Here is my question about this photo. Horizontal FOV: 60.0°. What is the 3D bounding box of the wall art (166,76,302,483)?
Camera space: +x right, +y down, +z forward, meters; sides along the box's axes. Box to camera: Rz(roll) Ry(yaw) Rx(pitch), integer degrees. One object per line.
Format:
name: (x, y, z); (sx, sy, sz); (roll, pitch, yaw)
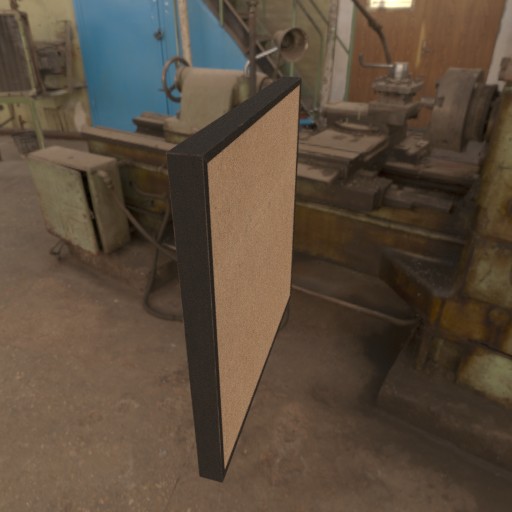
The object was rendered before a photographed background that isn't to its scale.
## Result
wall art: (0.000, 0.000, 0.762); (0.038, 0.508, 0.508); (8, 31, 14)
